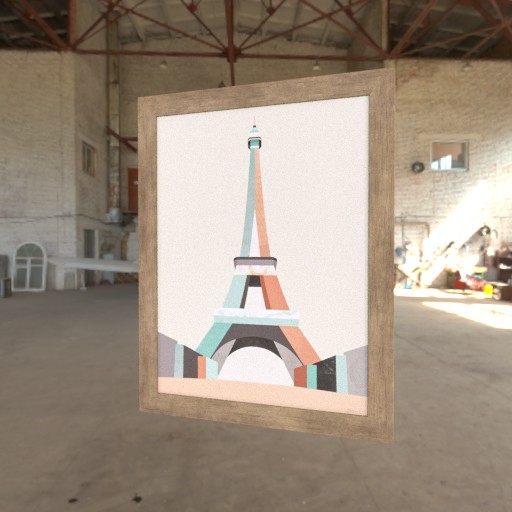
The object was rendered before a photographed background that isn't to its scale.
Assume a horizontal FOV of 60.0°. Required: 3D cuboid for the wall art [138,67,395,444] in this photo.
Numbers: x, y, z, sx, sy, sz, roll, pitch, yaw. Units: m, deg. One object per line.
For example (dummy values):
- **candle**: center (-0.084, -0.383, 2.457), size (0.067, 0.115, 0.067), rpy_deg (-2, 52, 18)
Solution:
- **wall art**: center (0.000, 0.000, 0.896), size (0.534, 0.686, 0.018), rpy_deg (0, 1, 18)
